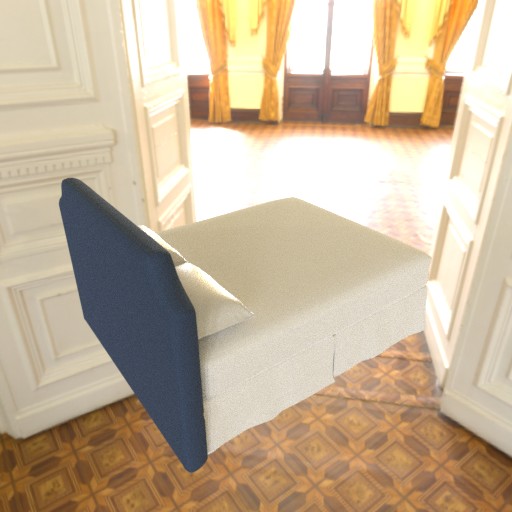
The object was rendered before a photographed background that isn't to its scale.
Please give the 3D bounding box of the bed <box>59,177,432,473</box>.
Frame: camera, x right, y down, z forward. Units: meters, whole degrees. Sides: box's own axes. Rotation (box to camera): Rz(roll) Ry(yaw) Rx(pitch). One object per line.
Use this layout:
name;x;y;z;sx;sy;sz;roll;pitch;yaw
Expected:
bed;0.000;0.000;3.367;2.260;1.297;1.831;-19;34;-32
